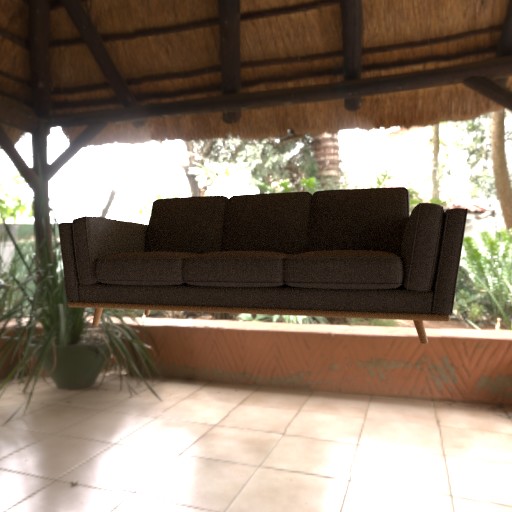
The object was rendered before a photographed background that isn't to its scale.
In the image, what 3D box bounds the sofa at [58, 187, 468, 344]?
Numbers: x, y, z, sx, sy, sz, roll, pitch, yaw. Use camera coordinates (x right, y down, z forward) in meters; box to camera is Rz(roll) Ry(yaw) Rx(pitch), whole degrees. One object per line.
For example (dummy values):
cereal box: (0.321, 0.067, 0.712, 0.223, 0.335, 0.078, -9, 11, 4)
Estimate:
sofa: (0.000, 0.000, 2.833, 2.362, 0.899, 0.903, 0, -1, 18)
